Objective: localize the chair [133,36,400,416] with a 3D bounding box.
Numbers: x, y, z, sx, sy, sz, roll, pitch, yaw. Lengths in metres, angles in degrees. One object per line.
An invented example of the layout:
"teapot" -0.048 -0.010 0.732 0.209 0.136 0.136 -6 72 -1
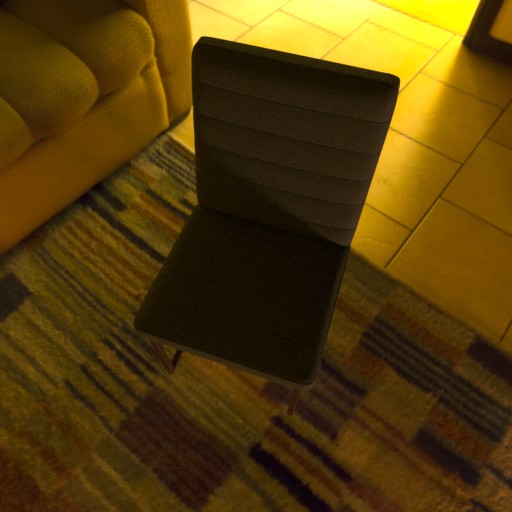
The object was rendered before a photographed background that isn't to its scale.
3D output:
"chair" 0.000 0.000 1.300 0.520 0.930 0.634 16 60 10
